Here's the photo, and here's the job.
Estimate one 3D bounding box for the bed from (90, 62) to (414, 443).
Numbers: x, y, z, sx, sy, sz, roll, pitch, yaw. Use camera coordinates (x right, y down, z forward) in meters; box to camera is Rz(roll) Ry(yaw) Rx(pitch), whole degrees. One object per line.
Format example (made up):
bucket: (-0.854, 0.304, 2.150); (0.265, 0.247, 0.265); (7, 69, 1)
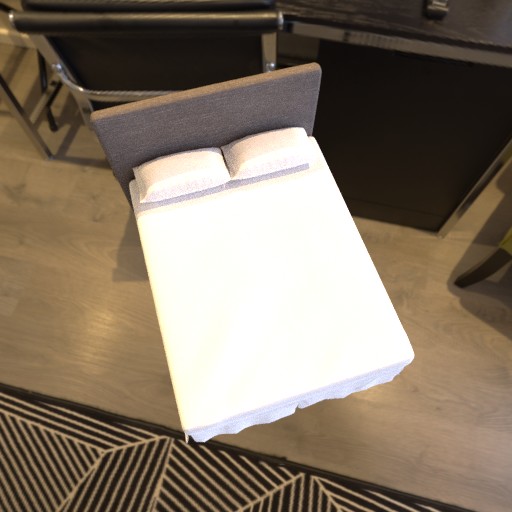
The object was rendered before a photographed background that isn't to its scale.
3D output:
bed: (0.000, 0.000, 3.227); (1.723, 1.330, 2.142); (-15, 65, -7)
